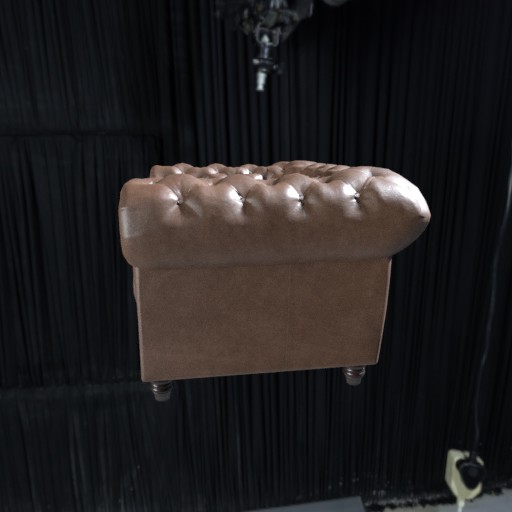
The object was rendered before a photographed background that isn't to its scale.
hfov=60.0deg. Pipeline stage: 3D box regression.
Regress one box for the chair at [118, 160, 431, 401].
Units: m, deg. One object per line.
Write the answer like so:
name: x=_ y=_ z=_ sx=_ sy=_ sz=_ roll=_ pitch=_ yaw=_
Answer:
chair: x=0.000 y=0.000 z=1.902 sx=0.954 sy=0.784 sz=1.298 roll=-2 pitch=14 yaw=-9
